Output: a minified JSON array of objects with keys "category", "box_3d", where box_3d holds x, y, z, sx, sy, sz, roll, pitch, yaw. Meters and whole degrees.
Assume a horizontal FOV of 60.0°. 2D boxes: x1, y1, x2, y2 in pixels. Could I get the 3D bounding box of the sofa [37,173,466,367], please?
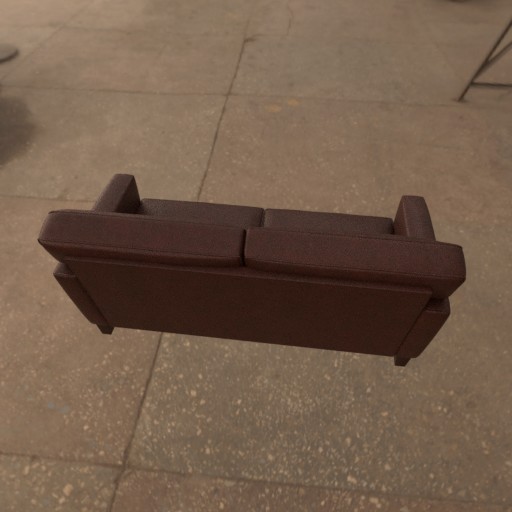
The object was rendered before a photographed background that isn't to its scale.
[{"category":"sofa","box_3d":[0.000,0.000,2.404,1.876,0.928,0.912,5,45,5]}]
